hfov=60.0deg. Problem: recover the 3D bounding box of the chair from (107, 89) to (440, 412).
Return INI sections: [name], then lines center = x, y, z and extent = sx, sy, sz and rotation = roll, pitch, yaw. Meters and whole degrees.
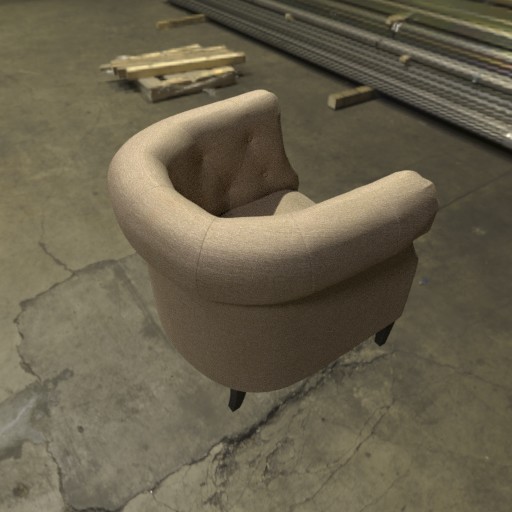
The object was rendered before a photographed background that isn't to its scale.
[chair]
center = 0.000, 0.000, 1.574
extent = 0.852, 0.827, 0.905
rotation = -25, 48, -25
